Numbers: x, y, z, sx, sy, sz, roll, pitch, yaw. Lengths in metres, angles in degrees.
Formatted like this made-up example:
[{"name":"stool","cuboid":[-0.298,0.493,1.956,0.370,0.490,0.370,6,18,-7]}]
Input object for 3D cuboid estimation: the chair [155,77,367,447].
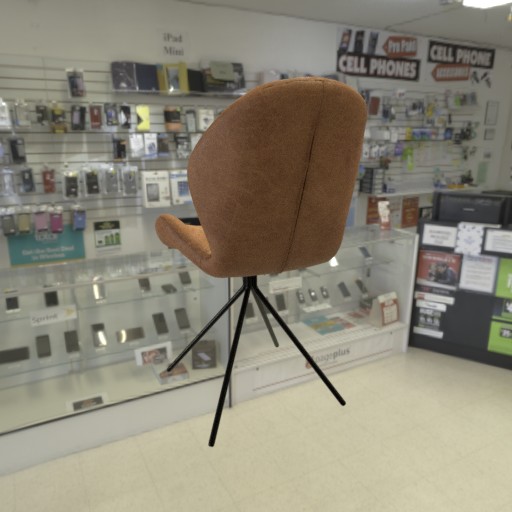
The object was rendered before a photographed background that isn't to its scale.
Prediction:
[{"name":"chair","cuboid":[0.000,0.000,1.311,0.527,0.929,0.640,-7,17,-25]}]
